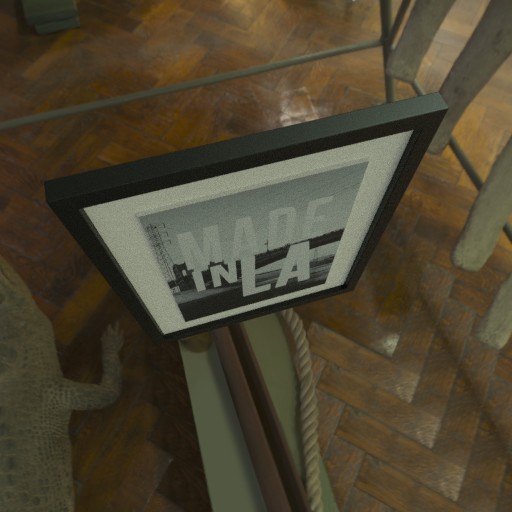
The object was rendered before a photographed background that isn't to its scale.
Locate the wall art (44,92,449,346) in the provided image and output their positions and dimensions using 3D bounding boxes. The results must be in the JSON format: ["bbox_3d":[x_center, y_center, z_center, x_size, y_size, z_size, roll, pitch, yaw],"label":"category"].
[{"bbox_3d":[0.000,0.000,0.738,0.457,0.559,0.028,-15,64,-7],"label":"wall art"}]
